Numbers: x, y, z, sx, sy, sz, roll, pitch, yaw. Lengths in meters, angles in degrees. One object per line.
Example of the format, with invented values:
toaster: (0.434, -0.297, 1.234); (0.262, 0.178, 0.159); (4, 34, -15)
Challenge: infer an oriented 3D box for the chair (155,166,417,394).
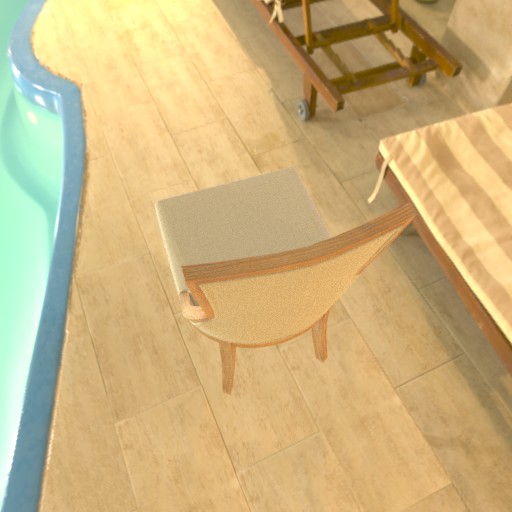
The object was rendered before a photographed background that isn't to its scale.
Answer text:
chair: (0.000, 0.000, 1.350); (0.524, 0.947, 0.641); (-16, 59, -10)
